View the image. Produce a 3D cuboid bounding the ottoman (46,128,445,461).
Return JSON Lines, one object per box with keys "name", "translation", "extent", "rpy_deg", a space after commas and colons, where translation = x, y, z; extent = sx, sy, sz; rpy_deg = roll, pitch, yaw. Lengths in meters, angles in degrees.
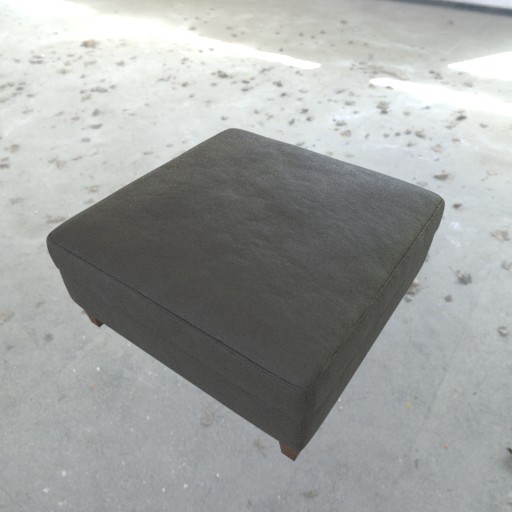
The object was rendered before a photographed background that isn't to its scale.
{"name": "ottoman", "translation": [0.000, 0.000, 1.339], "extent": [0.844, 0.415, 0.836], "rpy_deg": [25, 47, 26]}
